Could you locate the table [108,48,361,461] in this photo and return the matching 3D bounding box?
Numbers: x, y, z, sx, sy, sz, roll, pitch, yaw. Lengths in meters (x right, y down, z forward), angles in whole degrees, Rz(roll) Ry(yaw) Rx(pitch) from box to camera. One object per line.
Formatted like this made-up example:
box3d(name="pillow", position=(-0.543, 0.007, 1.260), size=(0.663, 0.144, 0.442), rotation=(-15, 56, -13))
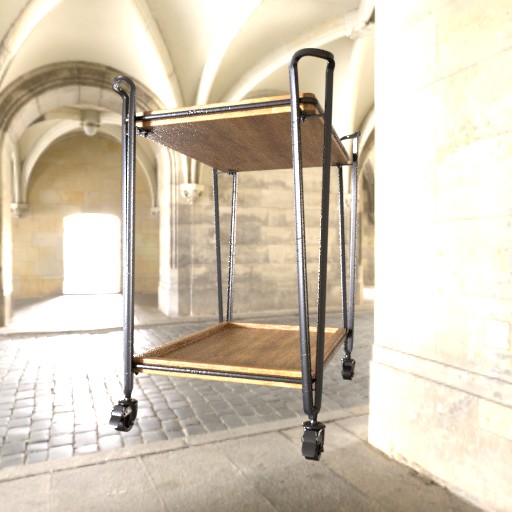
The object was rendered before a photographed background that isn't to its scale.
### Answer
box3d(name="table", position=(0.000, 0.000, 1.202), size=(0.505, 0.785, 0.672), rotation=(0, 0, 18))
